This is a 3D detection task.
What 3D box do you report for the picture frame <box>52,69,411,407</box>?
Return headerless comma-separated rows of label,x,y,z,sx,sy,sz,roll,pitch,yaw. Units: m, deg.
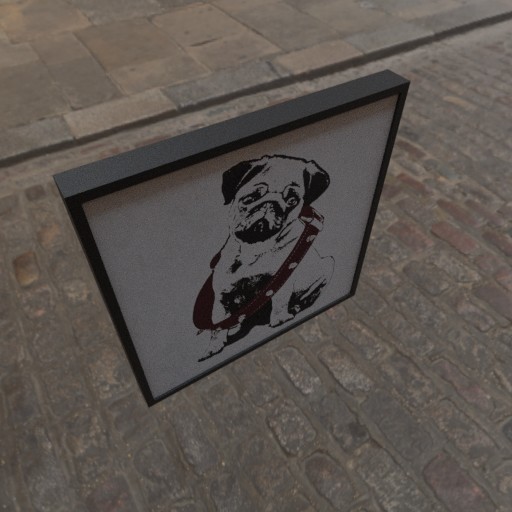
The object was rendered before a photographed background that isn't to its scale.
picture frame,0.000,0.000,0.474,0.317,0.317,0.030,-25,51,-21
